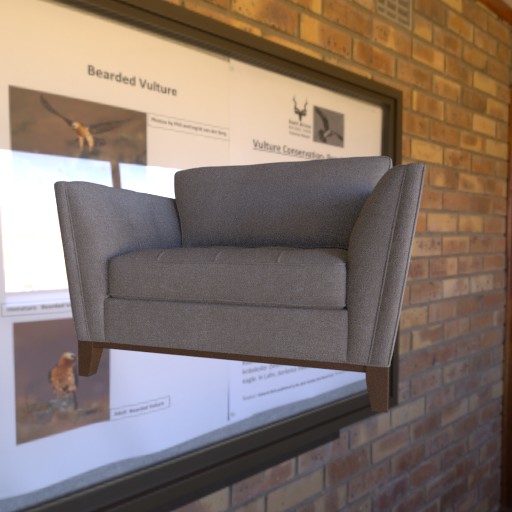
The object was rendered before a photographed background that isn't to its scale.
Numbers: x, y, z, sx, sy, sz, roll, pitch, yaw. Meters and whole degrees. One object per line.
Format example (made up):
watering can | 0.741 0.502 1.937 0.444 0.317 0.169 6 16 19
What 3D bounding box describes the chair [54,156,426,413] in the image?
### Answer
chair | 0.000 0.000 2.012 1.396 0.942 0.965 1 2 19
